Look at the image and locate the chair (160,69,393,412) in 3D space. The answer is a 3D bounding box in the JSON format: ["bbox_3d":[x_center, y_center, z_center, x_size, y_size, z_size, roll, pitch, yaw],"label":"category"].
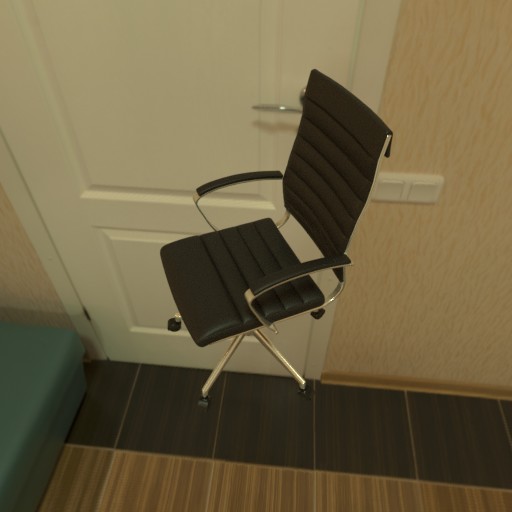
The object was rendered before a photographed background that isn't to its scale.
[{"bbox_3d":[0.000,0.000,1.682,0.739,1.149,0.766,-17,49,-16],"label":"chair"}]
